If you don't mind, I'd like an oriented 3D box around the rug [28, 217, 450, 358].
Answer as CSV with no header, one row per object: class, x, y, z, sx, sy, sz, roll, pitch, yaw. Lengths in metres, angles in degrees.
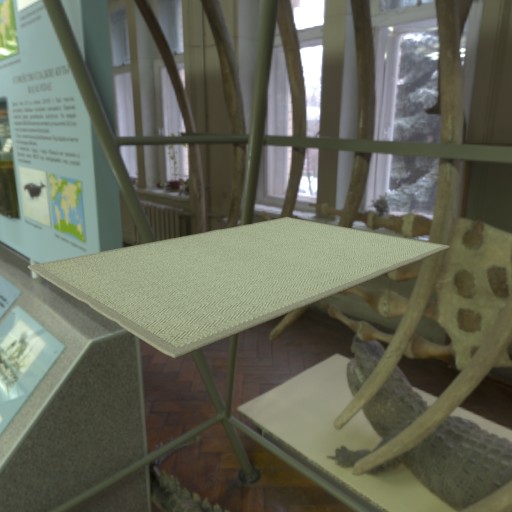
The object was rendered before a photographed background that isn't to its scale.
rug,0.000,0.000,2.858,2.290,0.021,1.540,-14,21,-42
